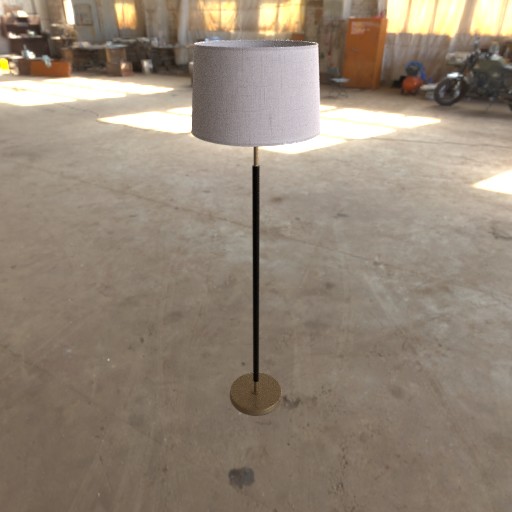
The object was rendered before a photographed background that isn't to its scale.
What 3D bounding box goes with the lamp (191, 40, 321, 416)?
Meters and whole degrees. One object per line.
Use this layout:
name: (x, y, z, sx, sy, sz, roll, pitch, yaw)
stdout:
lamp: (0.000, 0.000, 1.669, 0.420, 1.447, 0.420, 0, 29, 0)
